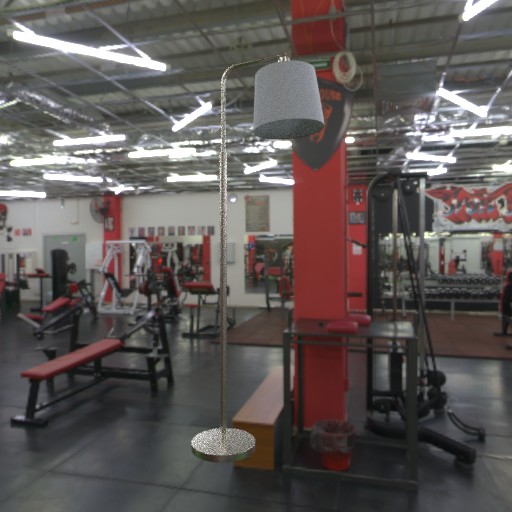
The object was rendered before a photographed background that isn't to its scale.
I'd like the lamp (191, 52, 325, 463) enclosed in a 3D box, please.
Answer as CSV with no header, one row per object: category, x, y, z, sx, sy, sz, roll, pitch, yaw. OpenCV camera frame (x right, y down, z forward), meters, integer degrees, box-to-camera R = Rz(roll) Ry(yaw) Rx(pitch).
lamp,0.000,0.000,1.657,0.508,1.478,0.254,0,1,17
